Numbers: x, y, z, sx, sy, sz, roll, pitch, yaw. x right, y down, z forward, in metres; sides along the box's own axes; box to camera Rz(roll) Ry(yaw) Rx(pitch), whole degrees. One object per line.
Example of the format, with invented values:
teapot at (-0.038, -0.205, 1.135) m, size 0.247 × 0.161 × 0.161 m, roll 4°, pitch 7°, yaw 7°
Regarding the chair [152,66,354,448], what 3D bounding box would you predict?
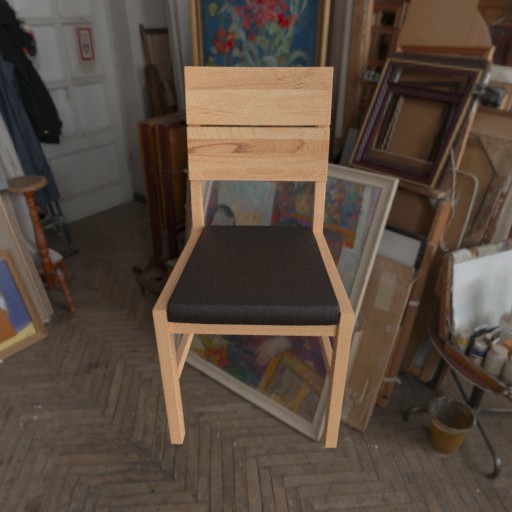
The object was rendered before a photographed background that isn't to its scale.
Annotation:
chair at (0.000, 0.000, 1.275) m, size 0.475 × 0.950 × 0.560 m, roll 1°, pitch 30°, yaw 1°
